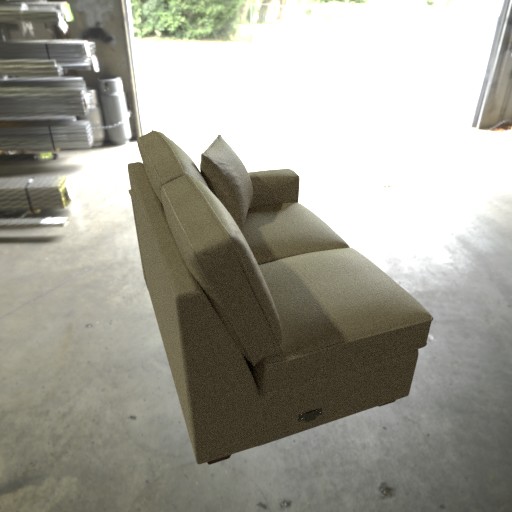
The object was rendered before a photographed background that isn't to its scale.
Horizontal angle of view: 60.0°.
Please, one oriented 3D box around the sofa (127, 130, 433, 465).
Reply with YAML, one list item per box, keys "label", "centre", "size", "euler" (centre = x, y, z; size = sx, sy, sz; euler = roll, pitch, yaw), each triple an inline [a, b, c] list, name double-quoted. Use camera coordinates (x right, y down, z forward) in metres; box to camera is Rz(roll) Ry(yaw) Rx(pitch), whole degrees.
- label: "sofa"
  centre: [0.000, 0.000, 2.099]
  size: [0.991, 0.989, 1.388]
  euler: [-11, 32, -17]
